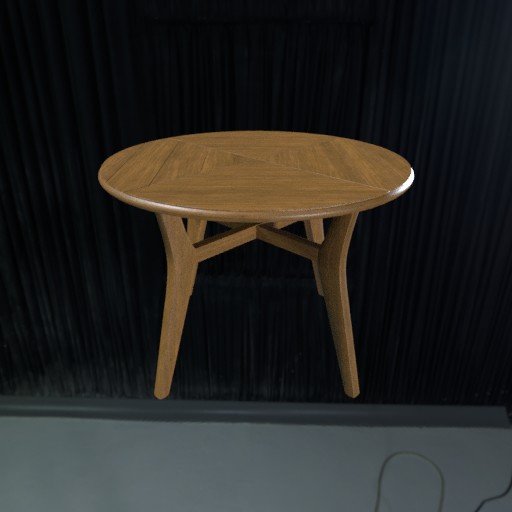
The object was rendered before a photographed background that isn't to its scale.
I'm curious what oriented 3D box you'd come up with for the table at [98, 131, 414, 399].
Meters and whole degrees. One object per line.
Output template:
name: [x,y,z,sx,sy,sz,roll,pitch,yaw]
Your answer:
table: [0.000,0.000,1.716,1.055,0.757,1.055,0,26,0]
